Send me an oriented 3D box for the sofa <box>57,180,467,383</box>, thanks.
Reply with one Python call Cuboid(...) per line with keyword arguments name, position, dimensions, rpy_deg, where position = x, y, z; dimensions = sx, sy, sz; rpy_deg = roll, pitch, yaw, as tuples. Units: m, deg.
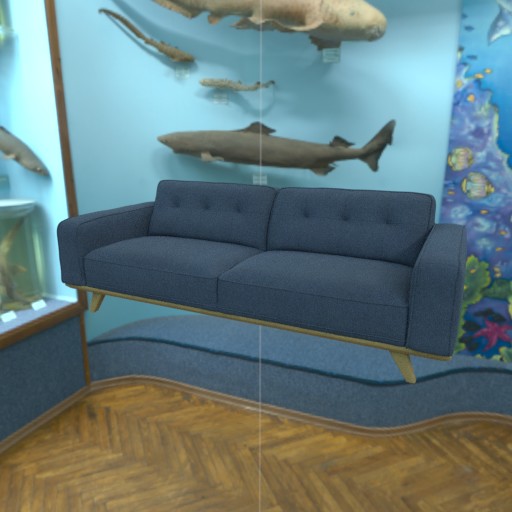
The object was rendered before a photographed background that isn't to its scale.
Cuboid(name="sofa", position=(0.000, 0.000, 2.652), dimensions=(2.270, 0.782, 0.953), rpy_deg=(7, 17, 25))
